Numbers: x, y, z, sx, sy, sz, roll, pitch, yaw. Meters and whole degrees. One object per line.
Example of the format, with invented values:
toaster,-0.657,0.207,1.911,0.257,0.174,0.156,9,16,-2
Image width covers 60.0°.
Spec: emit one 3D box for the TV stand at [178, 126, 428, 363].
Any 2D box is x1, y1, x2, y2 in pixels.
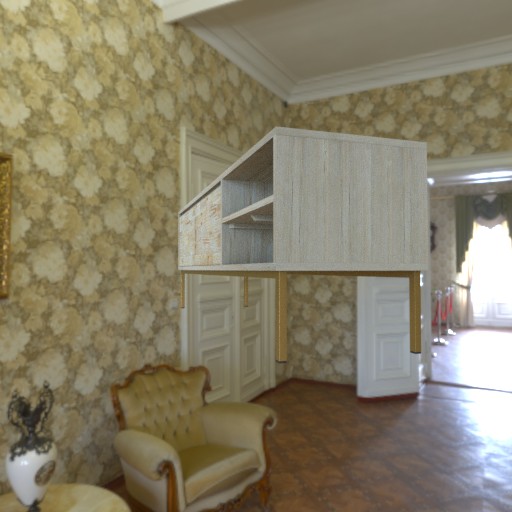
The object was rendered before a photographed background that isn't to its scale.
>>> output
TV stand,0.000,0.000,1.844,0.420,0.550,1.600,1,-2,-18
